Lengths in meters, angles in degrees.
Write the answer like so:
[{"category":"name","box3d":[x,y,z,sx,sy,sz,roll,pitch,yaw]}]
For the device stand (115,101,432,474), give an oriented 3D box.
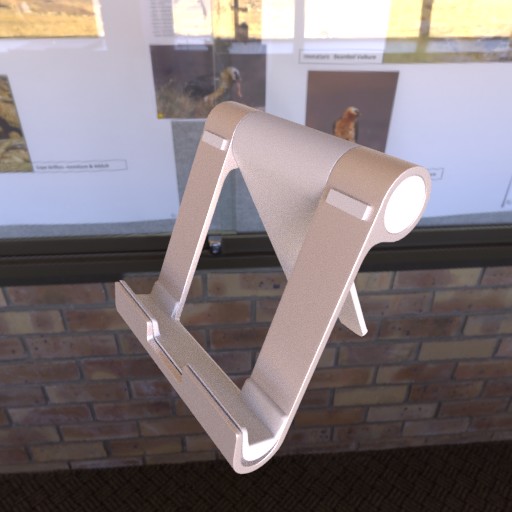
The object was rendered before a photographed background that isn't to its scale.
[{"category":"device stand","box3d":[0.000,0.000,0.154,0.079,0.084,0.086,-21,38,-30]}]
